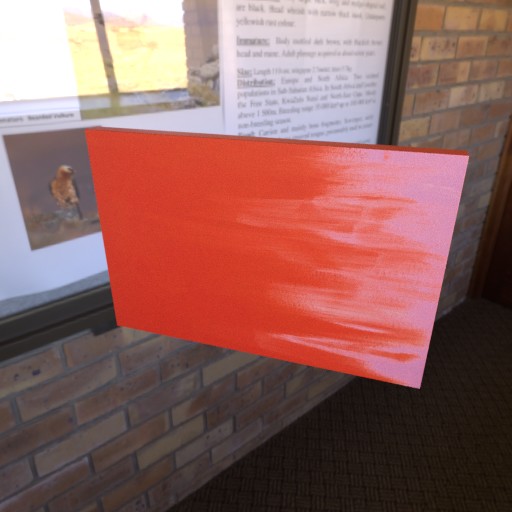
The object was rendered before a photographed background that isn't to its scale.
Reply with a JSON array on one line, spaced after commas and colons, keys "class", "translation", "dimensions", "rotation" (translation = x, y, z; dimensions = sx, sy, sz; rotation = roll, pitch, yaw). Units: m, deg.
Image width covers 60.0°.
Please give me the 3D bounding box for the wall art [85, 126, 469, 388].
[{"class": "wall art", "translation": [0.000, 0.000, 0.777], "dimensions": [0.607, 0.405, 0.033], "rotation": [8, 27, 16]}]
